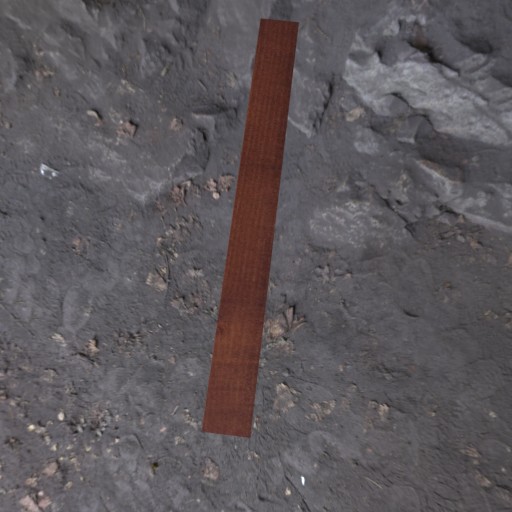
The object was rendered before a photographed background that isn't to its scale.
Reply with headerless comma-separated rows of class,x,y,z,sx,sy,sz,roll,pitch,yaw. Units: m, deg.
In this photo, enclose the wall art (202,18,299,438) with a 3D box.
wall art,0.000,0.000,0.578,0.038,0.385,0.386,7,76,2
